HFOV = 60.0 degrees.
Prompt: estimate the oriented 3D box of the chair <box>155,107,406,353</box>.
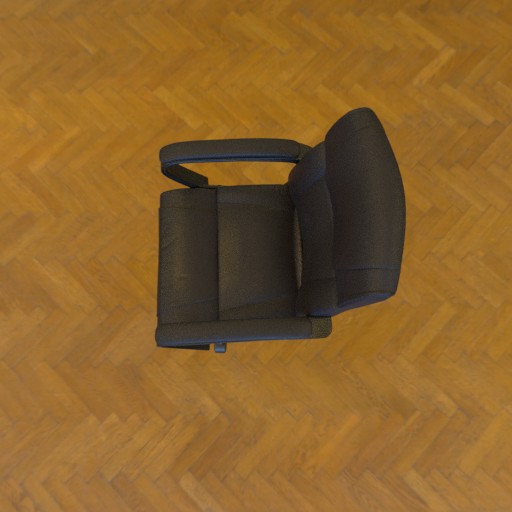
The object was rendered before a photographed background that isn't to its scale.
[{"bbox_3d":[0.000,0.000,1.411,0.641,0.998,0.576,-2,75,-1],"label":"chair"}]
